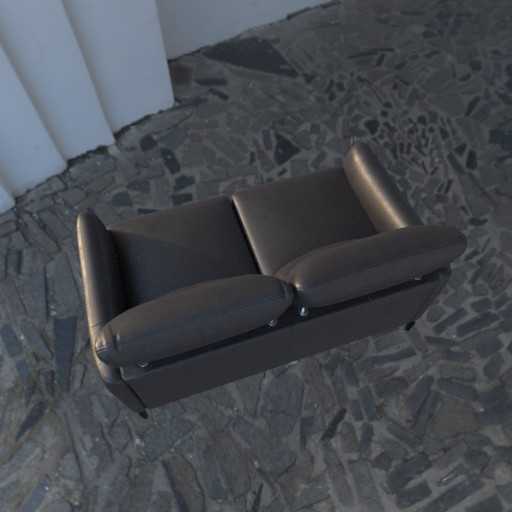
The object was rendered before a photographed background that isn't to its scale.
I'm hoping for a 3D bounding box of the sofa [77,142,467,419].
[{"bbox_3d":[0.000,0.000,2.138,1.596,0.920,0.958,-16,60,-10],"label":"sofa"}]
